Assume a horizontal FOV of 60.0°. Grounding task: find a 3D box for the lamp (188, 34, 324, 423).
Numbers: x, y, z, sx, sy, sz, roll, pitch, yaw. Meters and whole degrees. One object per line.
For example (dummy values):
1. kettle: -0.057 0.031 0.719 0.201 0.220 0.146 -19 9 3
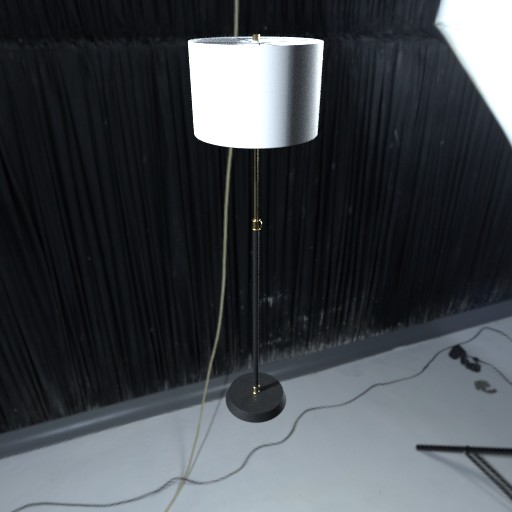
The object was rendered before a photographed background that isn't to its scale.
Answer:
1. lamp: 0.000 0.000 1.696 0.404 1.517 0.404 -10 31 -17
